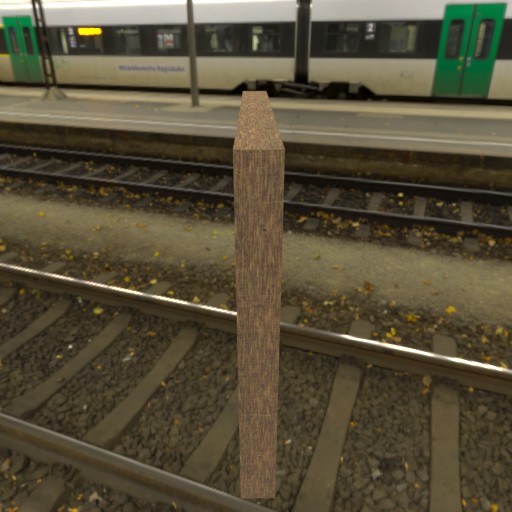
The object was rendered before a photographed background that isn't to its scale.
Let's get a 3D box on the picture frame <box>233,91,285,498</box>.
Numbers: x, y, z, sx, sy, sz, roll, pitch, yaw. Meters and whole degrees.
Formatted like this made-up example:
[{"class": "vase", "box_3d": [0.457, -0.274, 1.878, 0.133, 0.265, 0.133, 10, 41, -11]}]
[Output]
[{"class": "picture frame", "box_3d": [0.000, 0.000, 0.521, 0.033, 0.330, 0.378, 0, 26, -1]}]
